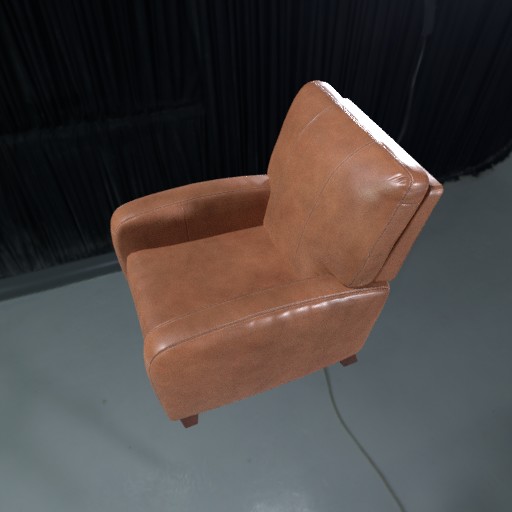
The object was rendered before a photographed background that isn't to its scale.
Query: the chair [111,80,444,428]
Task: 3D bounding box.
[{"bbox_3d":[0.000,0.000,1.686,0.990,0.990,0.762,-17,50,-15],"label":"chair"}]
